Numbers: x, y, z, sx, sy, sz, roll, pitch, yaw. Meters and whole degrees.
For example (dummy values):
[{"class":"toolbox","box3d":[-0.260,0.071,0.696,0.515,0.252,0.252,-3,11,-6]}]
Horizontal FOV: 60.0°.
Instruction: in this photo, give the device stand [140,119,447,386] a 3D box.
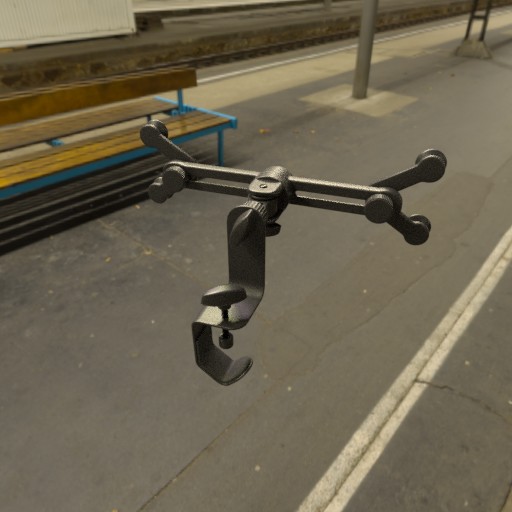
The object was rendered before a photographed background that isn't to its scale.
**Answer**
[{"class":"device stand","box3d":[0.000,0.000,0.370,0.270,0.166,0.142,11,35,16]}]
